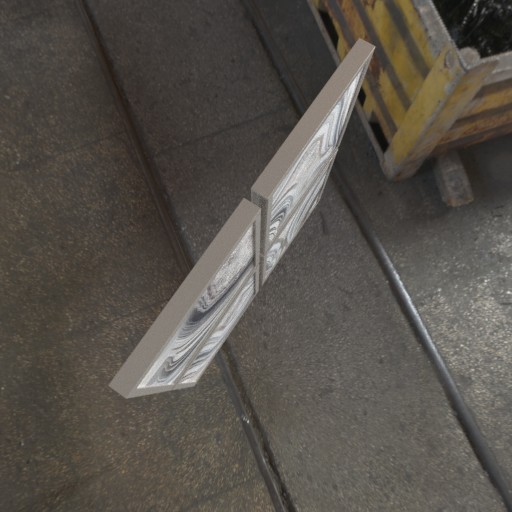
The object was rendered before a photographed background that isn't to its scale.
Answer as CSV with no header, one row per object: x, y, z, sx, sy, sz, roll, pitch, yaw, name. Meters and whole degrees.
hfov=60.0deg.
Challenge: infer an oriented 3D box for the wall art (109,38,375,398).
0.000,0.000,0.902,0.029,0.611,0.611,33,77,8,wall art
